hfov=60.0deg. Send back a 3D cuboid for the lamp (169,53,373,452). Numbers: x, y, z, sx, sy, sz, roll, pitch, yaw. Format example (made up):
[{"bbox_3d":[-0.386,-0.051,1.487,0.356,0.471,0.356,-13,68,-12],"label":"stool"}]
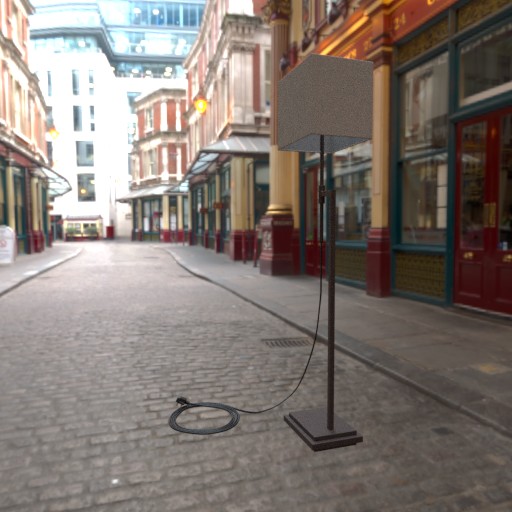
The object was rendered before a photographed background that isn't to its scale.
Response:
[{"bbox_3d":[0.000,0.000,2.048,0.774,1.600,0.698,-1,3,-19],"label":"lamp"}]
